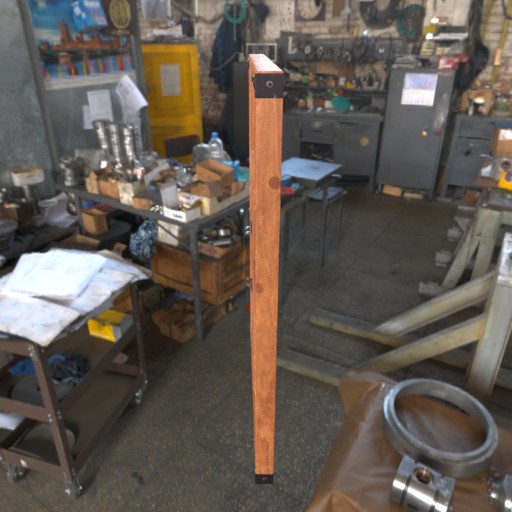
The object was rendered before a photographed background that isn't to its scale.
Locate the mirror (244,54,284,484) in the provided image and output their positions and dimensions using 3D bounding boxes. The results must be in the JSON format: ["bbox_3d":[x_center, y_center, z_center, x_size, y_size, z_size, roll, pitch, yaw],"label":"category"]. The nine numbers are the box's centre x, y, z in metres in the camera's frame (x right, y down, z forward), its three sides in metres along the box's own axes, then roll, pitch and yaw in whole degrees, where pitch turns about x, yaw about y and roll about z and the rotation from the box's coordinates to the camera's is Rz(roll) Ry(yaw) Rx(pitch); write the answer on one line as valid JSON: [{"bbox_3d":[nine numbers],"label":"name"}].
[{"bbox_3d":[0.000,0.000,0.940,0.053,0.761,0.517,-1,27,-2],"label":"mirror"}]
